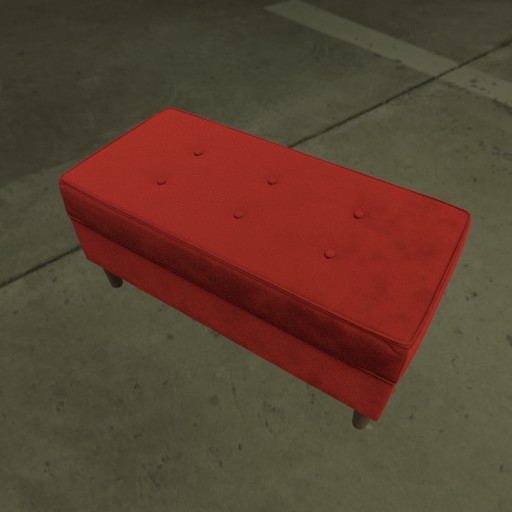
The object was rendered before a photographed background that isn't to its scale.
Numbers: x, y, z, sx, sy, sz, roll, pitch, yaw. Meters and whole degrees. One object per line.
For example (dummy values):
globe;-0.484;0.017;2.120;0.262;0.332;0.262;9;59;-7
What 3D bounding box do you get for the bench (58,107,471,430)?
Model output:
bench;0.000;0.000;1.319;1.016;0.471;0.492;25;52;22
